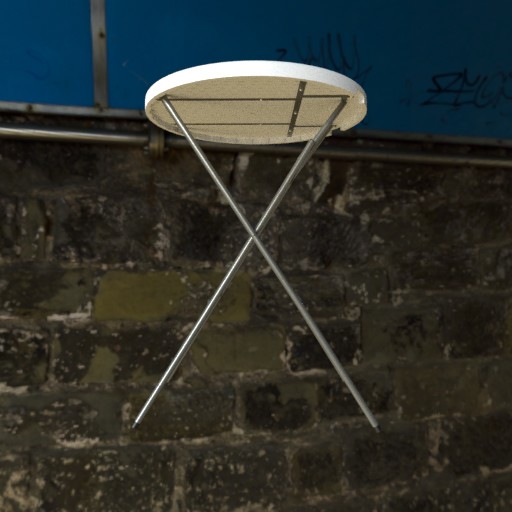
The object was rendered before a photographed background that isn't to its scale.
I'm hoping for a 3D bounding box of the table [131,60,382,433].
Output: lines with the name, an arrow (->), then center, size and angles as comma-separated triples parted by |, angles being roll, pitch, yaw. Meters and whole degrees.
table -> 0.000, 0.000, 1.639 | 0.795, 1.105, 0.792 | 0, 1, 0
